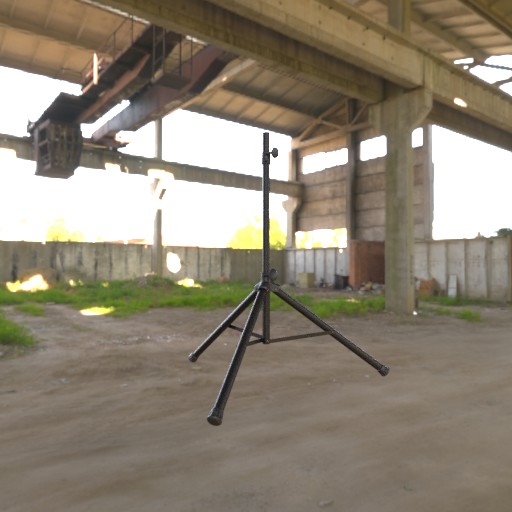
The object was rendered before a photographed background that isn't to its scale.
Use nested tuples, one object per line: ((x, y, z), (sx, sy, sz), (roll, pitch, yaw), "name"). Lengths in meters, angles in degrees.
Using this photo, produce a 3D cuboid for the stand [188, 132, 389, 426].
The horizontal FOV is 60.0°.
((0.000, 0.000, 1.878), (1.045, 1.136, 0.907), (0, -1, 19), "stand")
